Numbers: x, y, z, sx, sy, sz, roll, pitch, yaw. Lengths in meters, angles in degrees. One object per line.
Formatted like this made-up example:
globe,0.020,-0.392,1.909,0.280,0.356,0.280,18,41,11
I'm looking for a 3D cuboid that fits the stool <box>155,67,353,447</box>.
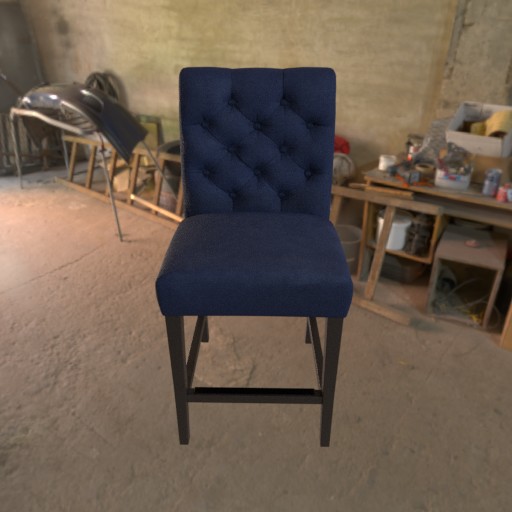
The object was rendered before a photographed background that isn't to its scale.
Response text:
stool,0.000,0.000,1.348,0.493,1.010,0.601,0,29,1
